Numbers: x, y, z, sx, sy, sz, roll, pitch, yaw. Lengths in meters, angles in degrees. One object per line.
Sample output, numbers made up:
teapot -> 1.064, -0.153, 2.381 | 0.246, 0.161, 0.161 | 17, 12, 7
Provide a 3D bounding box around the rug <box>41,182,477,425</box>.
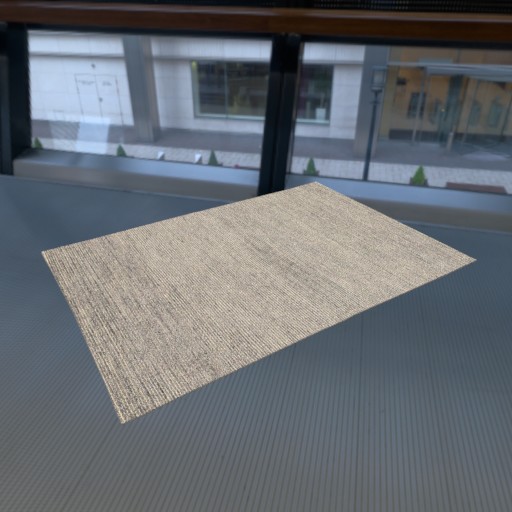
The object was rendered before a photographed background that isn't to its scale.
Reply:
rug -> 0.000, 0.000, 2.846 | 2.307, 0.030, 1.604 | -18, 35, -28
